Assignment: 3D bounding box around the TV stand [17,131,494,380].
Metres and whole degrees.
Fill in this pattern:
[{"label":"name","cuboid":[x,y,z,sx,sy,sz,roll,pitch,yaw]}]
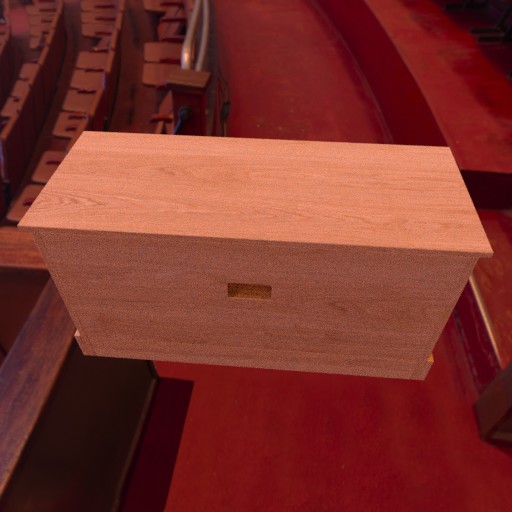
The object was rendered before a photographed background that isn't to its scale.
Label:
[{"label":"TV stand","cuboid":[0.000,0.000,1.348,1.080,0.550,0.440,3,45,3]}]
